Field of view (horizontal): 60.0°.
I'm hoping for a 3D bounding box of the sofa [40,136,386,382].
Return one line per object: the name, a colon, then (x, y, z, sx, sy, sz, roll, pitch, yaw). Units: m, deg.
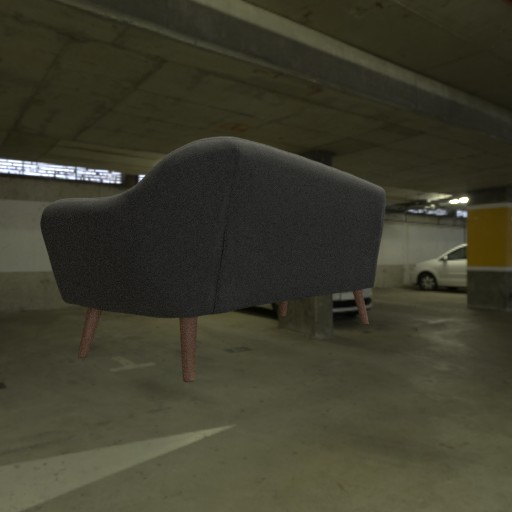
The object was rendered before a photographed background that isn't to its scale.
sofa: (0.000, 0.000, 2.214, 0.820, 0.820, 1.840, 0, 0, 36)
